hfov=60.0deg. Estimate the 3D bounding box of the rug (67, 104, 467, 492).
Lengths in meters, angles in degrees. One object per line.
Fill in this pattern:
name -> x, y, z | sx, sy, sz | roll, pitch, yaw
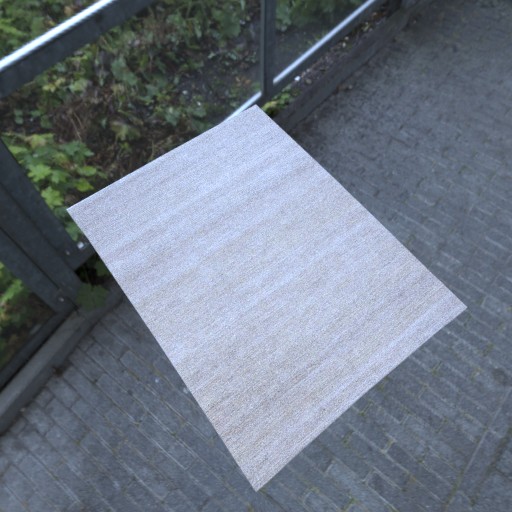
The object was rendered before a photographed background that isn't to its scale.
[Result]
rug -> 0.000, 0.000, 4.325 | 2.467, 0.046, 3.245 | -34, 68, -16
